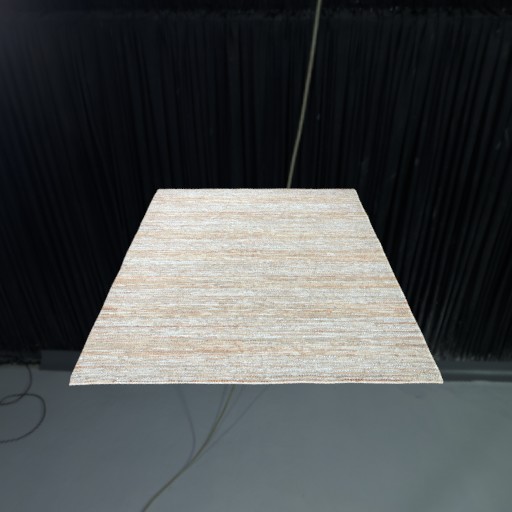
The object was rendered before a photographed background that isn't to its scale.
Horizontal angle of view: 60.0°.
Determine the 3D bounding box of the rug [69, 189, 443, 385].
[{"bbox_3d":[0.000,0.000,3.925,2.313,0.009,2.939,0,32,0],"label":"rug"}]
